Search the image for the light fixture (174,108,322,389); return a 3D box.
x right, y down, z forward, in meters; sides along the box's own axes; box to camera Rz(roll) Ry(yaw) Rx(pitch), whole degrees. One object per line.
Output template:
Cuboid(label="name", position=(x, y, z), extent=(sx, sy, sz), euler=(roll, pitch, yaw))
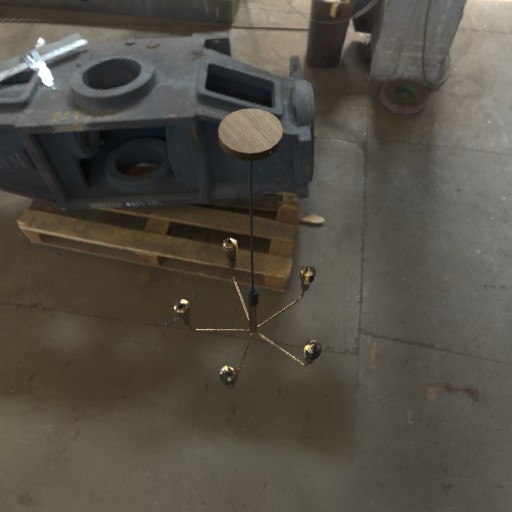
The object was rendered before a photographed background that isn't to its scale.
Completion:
Cuboid(label="light fixture", position=(0.000, 0.000, 1.376), extent=(0.532, 1.059, 0.588), euler=(-31, 63, -18))
